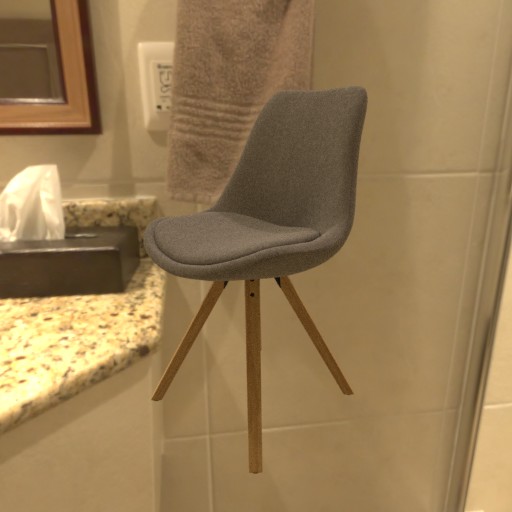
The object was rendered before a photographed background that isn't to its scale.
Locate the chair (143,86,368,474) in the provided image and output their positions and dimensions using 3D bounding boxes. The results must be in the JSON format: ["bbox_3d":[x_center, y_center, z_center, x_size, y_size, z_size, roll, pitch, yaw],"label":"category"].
[{"bbox_3d":[0.000,0.000,1.185,0.483,0.865,0.550,16,23,41],"label":"chair"}]
